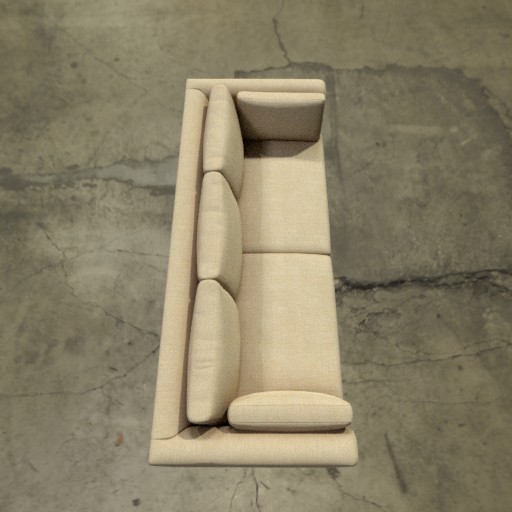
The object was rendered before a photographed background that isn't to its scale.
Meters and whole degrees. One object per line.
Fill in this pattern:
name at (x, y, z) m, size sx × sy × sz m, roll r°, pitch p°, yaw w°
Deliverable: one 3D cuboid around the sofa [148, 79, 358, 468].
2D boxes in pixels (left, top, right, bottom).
sofa at (0.000, 0.000, 2.808) m, size 0.969 × 0.867 × 2.415 m, roll 0°, pitch 64°, yaw 0°
